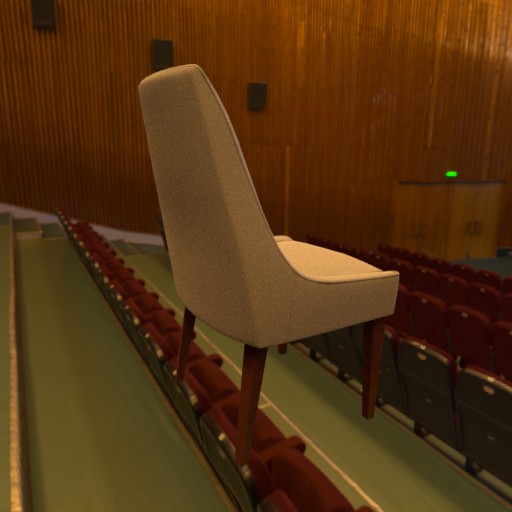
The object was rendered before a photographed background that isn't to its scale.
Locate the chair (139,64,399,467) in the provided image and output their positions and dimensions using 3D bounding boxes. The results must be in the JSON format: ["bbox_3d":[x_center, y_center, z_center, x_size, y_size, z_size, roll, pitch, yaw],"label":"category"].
[{"bbox_3d":[0.000,0.000,1.169,0.544,0.861,0.529,-8,16,-28],"label":"chair"}]
